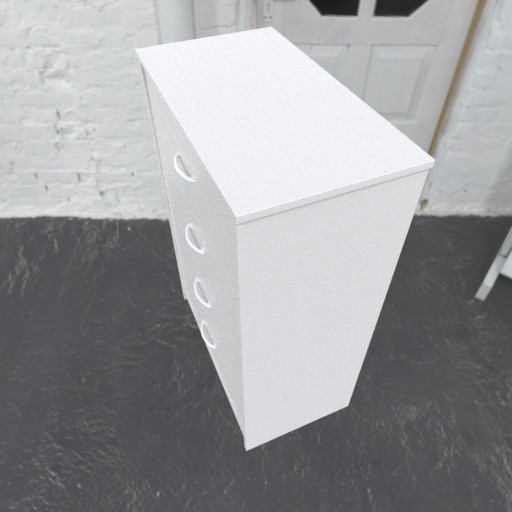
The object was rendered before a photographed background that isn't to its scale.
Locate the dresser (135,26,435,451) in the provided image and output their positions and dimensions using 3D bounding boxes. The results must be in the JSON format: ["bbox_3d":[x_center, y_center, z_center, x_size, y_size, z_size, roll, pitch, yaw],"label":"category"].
[{"bbox_3d":[0.000,0.000,1.337,0.401,1.021,0.704,-18,49,-16],"label":"dresser"}]
